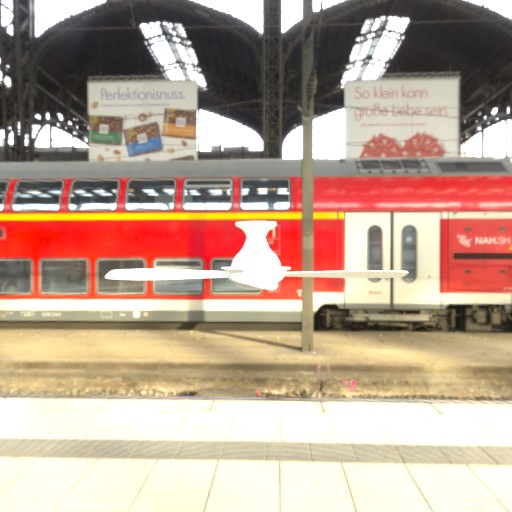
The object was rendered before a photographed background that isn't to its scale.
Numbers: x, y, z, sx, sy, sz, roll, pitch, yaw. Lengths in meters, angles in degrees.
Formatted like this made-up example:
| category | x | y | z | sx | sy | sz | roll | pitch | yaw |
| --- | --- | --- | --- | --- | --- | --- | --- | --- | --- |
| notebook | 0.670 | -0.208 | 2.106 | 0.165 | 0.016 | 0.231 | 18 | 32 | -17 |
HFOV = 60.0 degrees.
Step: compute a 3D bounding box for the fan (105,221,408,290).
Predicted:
| category | x | y | z | sx | sy | sz | roll | pitch | yaw |
| --- | --- | --- | --- | --- | --- | --- | --- | --- | --- |
| fan | 0.000 | 0.000 | 2.513 | 1.694 | 0.382 | 1.693 | 0 | 0 | 1 |
